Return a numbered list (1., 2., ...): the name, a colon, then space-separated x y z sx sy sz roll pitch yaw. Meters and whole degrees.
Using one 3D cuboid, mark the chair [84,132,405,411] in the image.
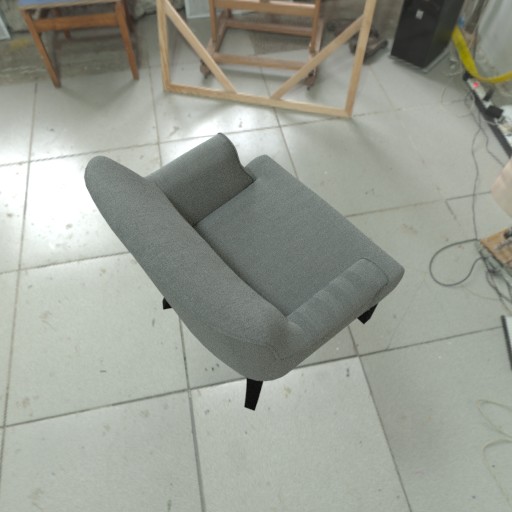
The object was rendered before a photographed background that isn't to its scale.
1. chair: 0.000 0.000 1.475 0.755 0.880 0.772 -36 65 -20
